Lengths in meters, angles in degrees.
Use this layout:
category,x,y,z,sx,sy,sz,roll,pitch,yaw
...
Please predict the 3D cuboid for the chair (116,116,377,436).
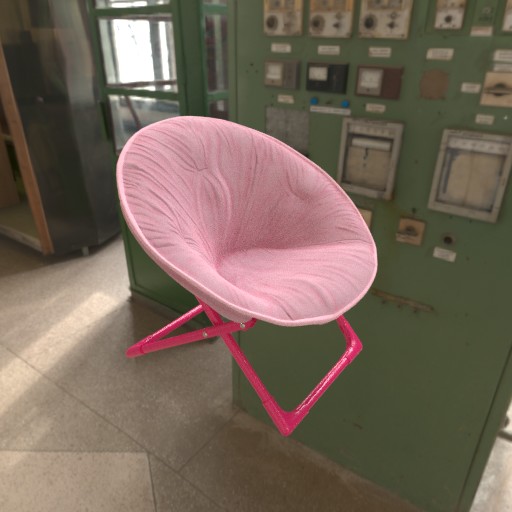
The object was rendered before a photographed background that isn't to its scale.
category,x,y,z,sx,sy,sz,roll,pitch,yaw
chair,0.000,0.000,0.896,0.459,0.494,0.522,19,32,33
